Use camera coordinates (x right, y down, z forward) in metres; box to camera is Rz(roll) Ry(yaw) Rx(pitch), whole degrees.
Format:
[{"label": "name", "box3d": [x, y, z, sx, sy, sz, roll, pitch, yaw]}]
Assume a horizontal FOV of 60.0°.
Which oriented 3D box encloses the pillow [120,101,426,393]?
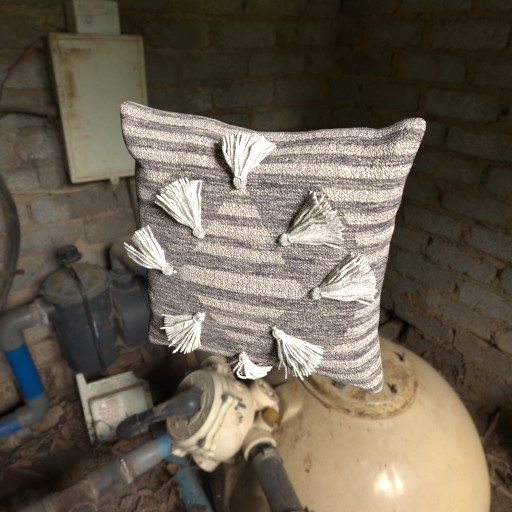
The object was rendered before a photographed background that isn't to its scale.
[{"label": "pillow", "box3d": [0.000, 0.000, 0.769, 0.484, 0.490, 0.234, 8, 28, 16]}]
